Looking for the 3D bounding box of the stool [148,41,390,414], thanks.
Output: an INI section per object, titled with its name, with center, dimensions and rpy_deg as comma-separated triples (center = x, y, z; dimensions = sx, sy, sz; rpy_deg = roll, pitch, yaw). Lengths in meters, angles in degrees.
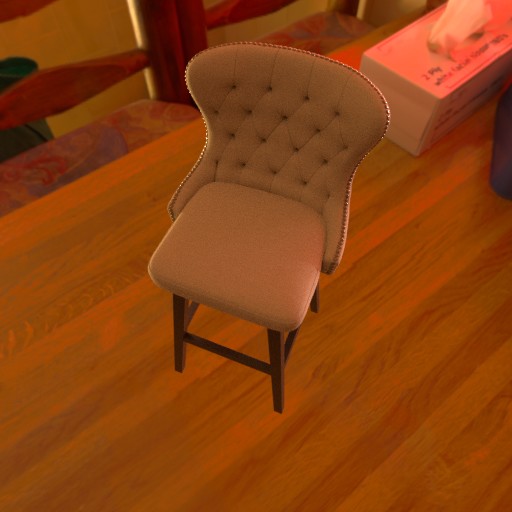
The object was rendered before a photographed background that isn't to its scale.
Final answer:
[stool]
center = 0.000, 0.000, 1.398
dimensions = 0.528, 1.066, 0.605
rpy_deg = 19, 60, 11
